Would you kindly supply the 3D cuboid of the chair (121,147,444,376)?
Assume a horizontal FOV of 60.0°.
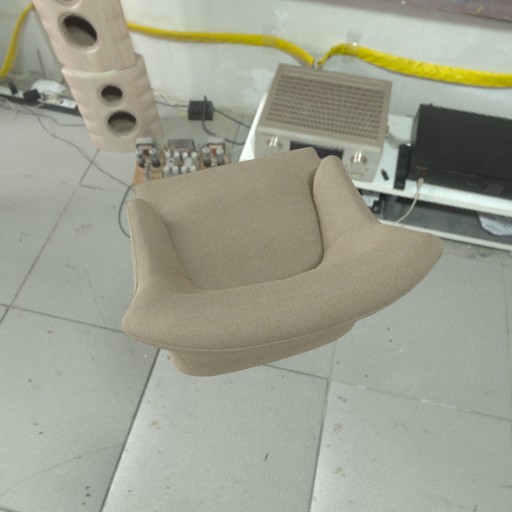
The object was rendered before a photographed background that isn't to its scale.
[{"bbox_3d":[0.000,0.000,1.592,0.864,0.856,0.923,-14,60,-8],"label":"chair"}]
